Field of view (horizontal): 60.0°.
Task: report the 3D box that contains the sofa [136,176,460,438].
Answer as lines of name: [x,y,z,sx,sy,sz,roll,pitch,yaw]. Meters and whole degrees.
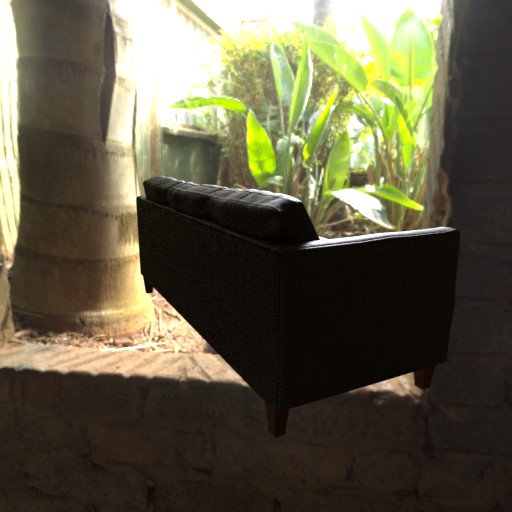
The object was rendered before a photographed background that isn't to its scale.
sofa: [0.000,0.000,2.975,1.045,1.006,2.464,-6,14,-26]
